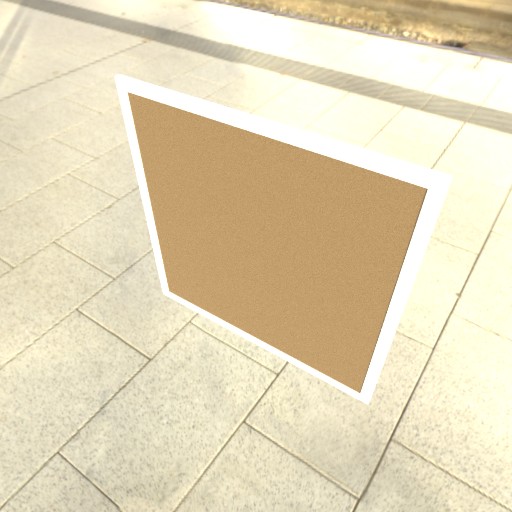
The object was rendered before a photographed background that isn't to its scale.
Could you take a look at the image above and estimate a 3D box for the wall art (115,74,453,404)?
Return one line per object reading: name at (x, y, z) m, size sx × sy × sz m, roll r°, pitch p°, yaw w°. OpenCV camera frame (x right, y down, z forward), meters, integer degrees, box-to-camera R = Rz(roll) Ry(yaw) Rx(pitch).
wall art at (0.000, 0.000, 1.215) m, size 0.812 × 0.812 × 0.015 m, roll 24°, pitch 49°, yaw 23°
